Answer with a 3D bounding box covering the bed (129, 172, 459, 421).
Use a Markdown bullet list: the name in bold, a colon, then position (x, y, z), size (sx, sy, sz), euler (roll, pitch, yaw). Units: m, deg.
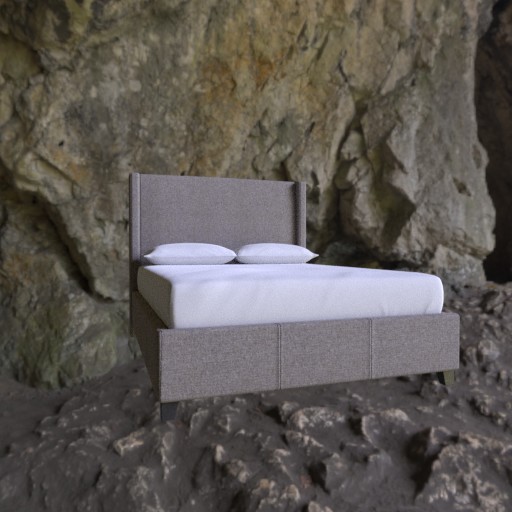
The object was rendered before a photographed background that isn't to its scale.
- **bed**: position (0.000, 0.000, 3.318), size (1.714, 1.476, 2.245), euler (0, 1, -19)
